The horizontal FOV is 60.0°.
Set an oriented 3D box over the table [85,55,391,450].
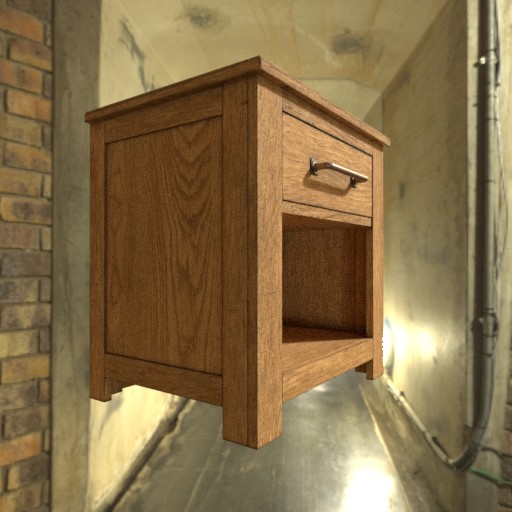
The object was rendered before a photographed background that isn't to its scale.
[{"bbox_3d":[0.000,0.000,1.065,0.494,0.625,0.601,0,0,36],"label":"table"}]
